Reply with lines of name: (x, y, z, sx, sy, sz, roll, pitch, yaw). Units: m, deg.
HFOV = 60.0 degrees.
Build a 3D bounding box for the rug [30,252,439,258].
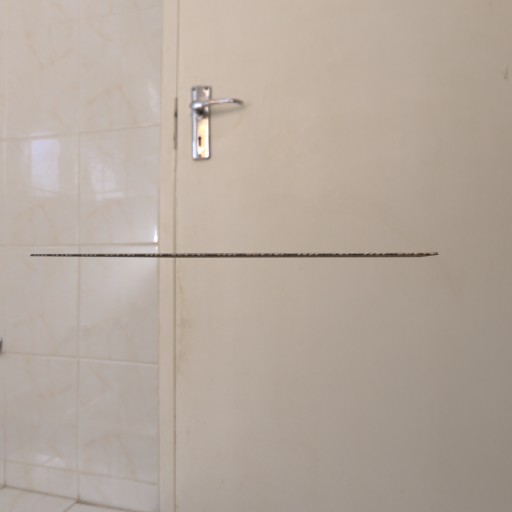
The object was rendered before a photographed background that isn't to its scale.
rug: (0.000, 0.000, 4.017, 2.902, 0.017, 2.305, 0, -1, 18)
